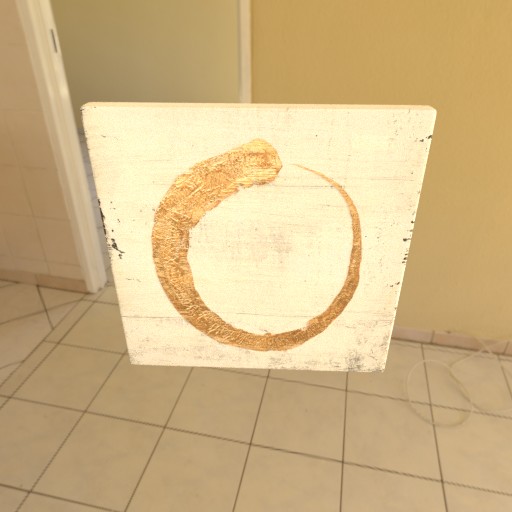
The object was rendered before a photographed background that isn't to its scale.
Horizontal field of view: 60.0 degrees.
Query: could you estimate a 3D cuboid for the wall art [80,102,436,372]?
[{"bbox_3d":[0.000,0.000,0.927,0.610,0.611,0.040,1,31,2],"label":"wall art"}]
